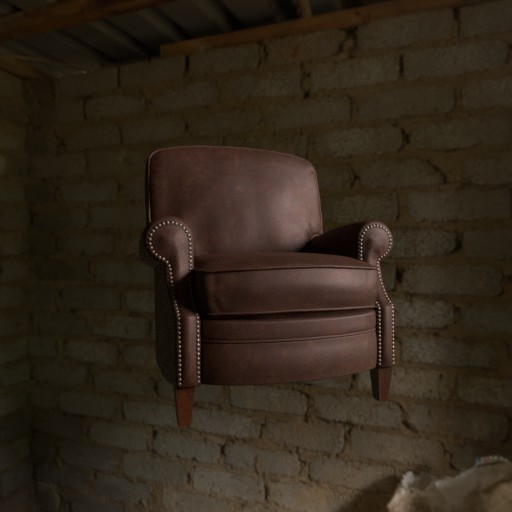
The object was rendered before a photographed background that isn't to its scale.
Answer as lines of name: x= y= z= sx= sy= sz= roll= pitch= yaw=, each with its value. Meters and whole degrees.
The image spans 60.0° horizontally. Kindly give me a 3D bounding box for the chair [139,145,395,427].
chair: x=0.000 y=0.000 z=1.809 sx=0.936 sy=1.018 sz=0.986 roll=0 pitch=2 yaw=-18
